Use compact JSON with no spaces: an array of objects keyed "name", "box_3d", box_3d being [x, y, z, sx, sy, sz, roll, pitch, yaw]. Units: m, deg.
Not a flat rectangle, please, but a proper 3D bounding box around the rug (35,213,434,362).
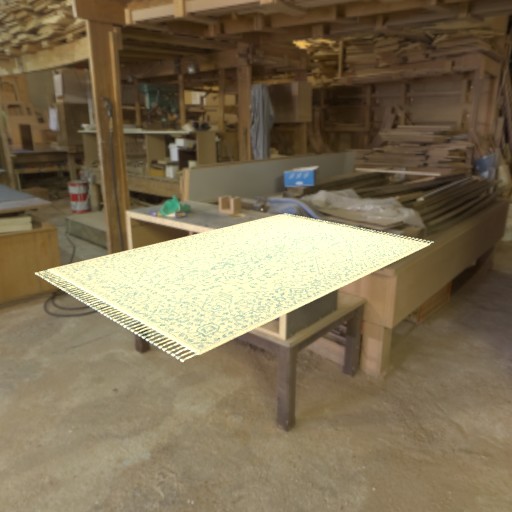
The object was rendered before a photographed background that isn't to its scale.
[{"name":"rug","box_3d":[0.000,0.000,3.125,1.524,0.010,2.438,16,24,41]}]
